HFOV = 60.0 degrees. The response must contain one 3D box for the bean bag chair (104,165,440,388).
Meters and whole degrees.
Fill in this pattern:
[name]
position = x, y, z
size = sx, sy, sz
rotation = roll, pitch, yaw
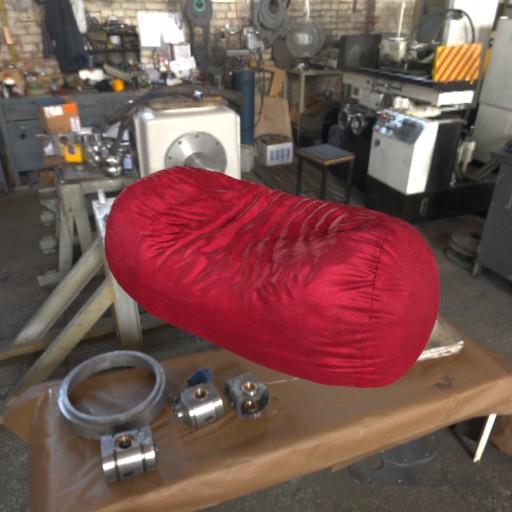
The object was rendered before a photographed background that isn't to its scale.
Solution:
[bean bag chair]
position = 0.000, 0.000, 2.894
size = 2.293, 0.867, 1.216
rotation = 19, 34, 30
